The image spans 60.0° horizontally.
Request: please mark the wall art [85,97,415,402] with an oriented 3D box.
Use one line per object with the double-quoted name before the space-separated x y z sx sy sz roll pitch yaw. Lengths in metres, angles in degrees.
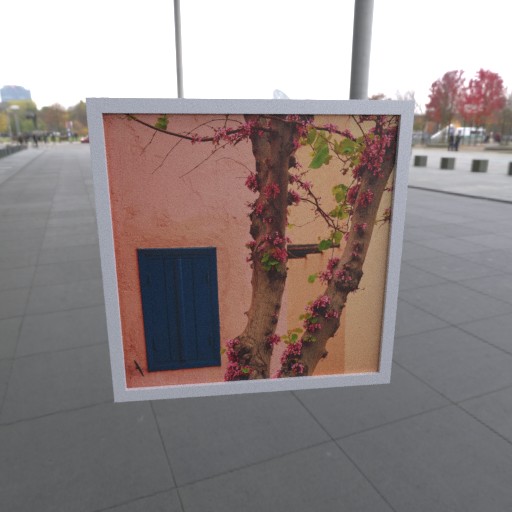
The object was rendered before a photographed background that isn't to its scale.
"wall art" 0.000 0.000 0.762 0.507 0.508 0.038 -2 15 -7
